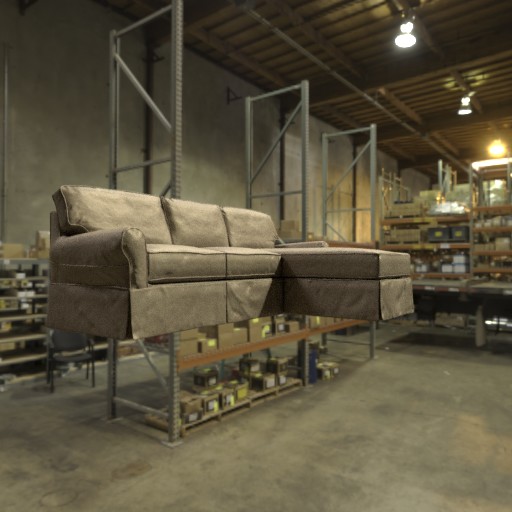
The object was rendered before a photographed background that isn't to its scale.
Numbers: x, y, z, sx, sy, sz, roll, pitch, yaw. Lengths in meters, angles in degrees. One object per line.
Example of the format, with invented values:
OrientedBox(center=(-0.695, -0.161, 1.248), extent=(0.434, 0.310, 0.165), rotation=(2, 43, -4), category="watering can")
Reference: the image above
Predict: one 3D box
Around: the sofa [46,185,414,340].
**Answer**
OrientedBox(center=(0.000, 0.000, 3.424), extent=(1.733, 0.978, 2.475), rotation=(-1, -1, 37), category="sofa")
